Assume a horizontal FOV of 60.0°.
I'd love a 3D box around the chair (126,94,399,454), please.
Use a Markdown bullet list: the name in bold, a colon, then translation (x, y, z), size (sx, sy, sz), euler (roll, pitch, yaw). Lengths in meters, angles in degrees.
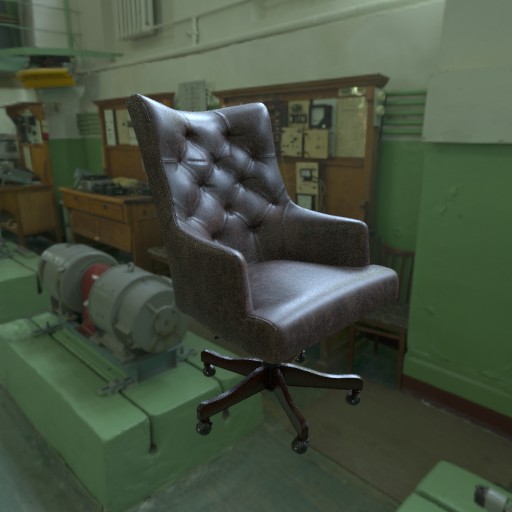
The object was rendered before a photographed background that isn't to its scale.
- **chair**: translation (0.000, 0.000, 1.505), size (0.762, 1.035, 0.641), euler (14, 21, 42)
